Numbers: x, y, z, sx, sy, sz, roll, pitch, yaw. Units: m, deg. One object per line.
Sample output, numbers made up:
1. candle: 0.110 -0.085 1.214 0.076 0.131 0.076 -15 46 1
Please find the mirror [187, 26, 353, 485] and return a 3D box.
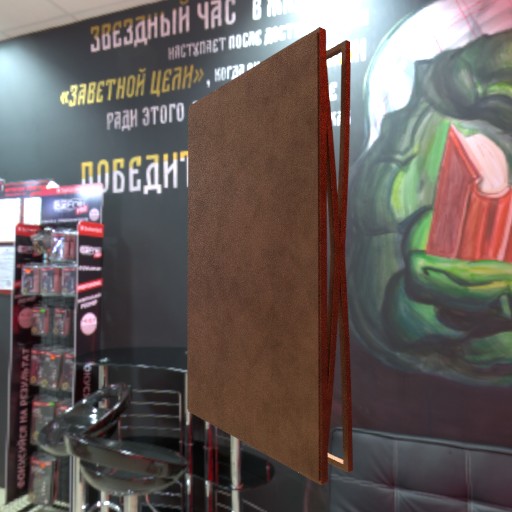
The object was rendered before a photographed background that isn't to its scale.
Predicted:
1. mirror: 0.000 0.000 0.952 0.082 0.768 0.468 1 -2 -37
